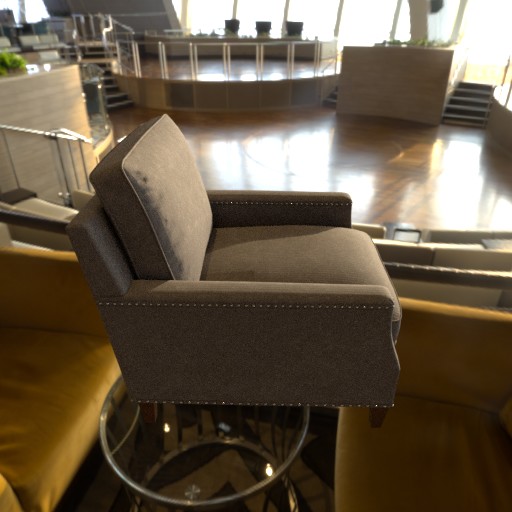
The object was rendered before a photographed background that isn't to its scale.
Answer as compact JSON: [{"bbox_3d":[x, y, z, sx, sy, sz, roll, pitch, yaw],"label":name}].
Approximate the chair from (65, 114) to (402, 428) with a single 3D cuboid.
[{"bbox_3d":[0.000,0.000,1.707,1.014,0.948,0.853,1,30,1],"label":"chair"}]
